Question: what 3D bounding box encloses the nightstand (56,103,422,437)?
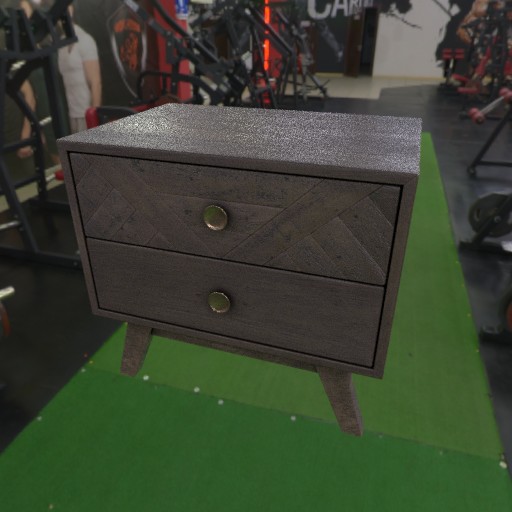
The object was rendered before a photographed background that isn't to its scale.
[{"bbox_3d":[0.000,0.000,1.060,0.650,0.599,0.450,9,29,17],"label":"nightstand"}]
